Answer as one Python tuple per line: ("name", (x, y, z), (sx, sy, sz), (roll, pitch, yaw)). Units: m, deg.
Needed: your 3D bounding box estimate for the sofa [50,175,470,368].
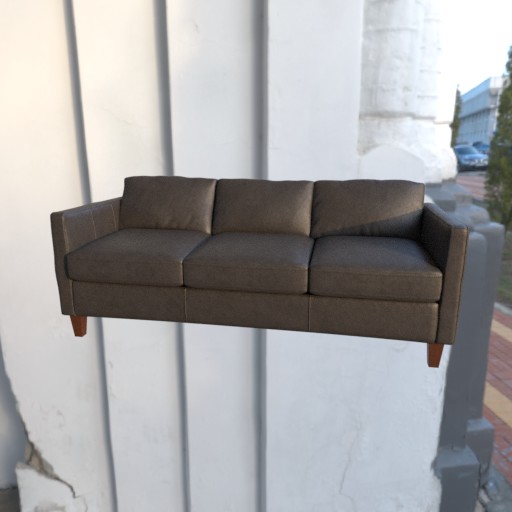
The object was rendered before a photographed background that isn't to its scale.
("sofa", (0.000, 0.000, 3.016), (2.464, 1.006, 1.045), (3, 15, 10))
